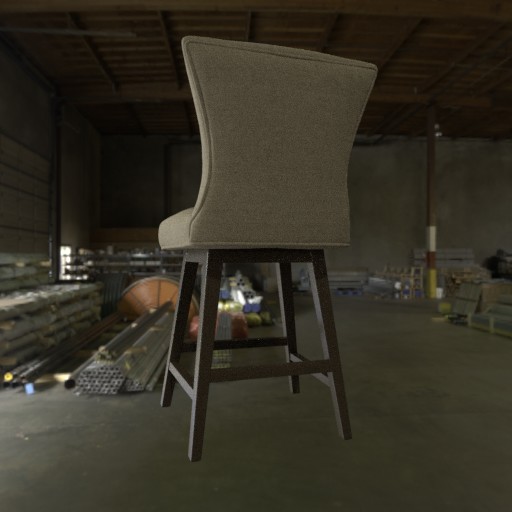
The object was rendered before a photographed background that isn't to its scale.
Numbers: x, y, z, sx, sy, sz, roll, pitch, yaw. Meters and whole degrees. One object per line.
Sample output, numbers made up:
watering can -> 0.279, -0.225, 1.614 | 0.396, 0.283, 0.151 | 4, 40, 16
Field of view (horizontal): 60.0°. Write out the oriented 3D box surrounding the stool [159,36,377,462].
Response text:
stool -> 0.000, 0.000, 1.300 | 0.514, 1.000, 0.574 | 0, 0, -18
